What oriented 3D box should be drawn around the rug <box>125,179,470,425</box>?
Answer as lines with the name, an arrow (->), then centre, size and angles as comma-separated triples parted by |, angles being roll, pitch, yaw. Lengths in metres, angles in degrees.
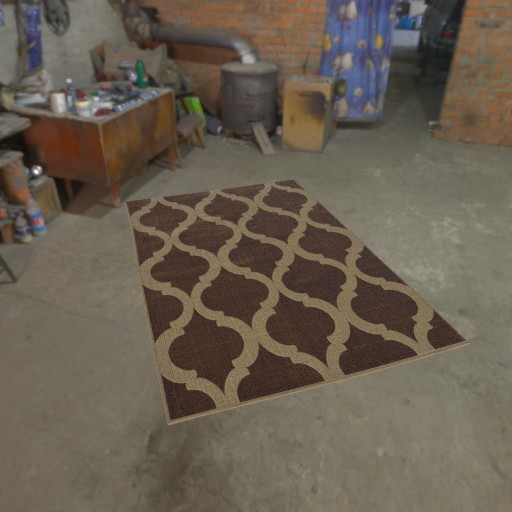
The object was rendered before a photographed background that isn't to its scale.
rug -> 0.000, 0.000, 2.938 | 1.526, 0.014, 2.290 | -10, 33, -16
